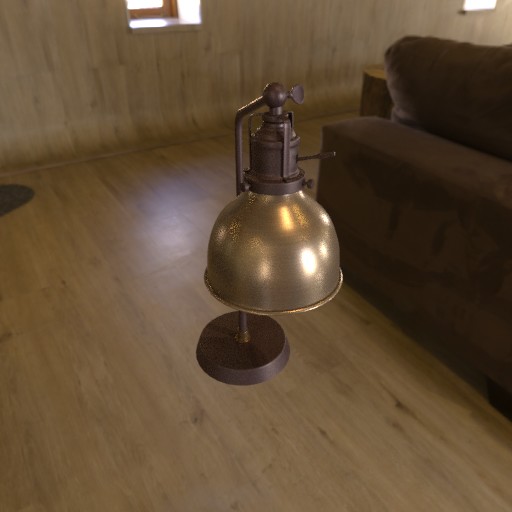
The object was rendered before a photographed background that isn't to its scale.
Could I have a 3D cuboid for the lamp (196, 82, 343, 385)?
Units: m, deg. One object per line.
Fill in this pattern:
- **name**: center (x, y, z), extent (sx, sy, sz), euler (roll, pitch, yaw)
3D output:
- **lamp**: center (0.000, 0.000, 0.604), extent (0.175, 0.469, 0.298), euler (-9, 34, -14)
